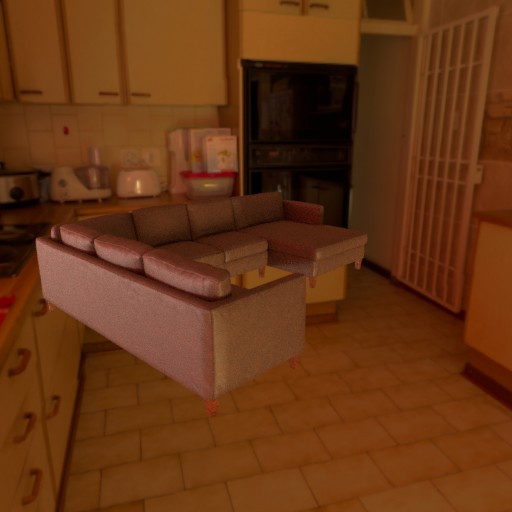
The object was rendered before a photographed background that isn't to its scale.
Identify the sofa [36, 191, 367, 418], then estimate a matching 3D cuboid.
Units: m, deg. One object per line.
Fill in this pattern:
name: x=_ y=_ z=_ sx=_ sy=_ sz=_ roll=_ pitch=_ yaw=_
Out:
sofa: x=0.000 y=0.000 z=4.621 sx=2.593 sy=0.923 sz=3.460 roll=15 pitch=21 yaw=42
